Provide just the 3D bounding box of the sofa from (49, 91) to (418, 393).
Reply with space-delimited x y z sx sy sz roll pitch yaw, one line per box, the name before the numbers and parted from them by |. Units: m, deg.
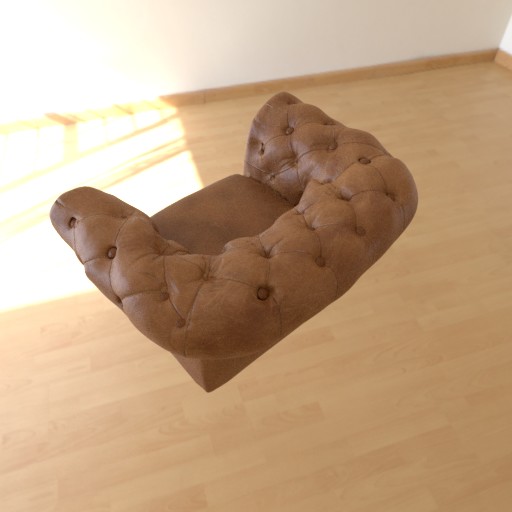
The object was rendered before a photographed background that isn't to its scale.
sofa | 0.000 0.000 2.051 1.405 0.878 1.033 -34 55 -28
